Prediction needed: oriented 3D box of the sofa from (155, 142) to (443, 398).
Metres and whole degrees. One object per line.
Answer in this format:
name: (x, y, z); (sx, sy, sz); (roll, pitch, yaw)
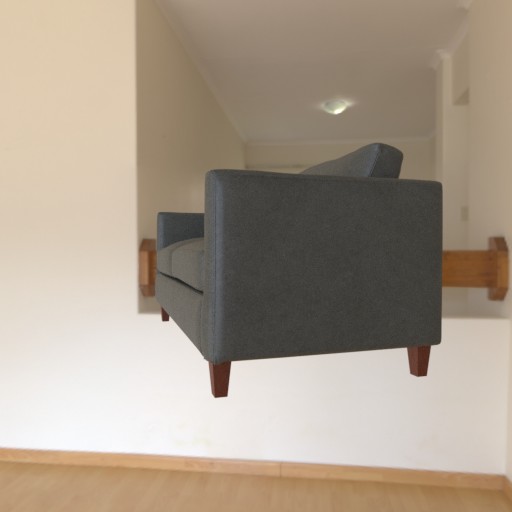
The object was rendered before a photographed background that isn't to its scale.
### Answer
sofa: (0.000, 0.000, 2.444); (0.951, 0.933, 1.883); (0, 1, -18)
